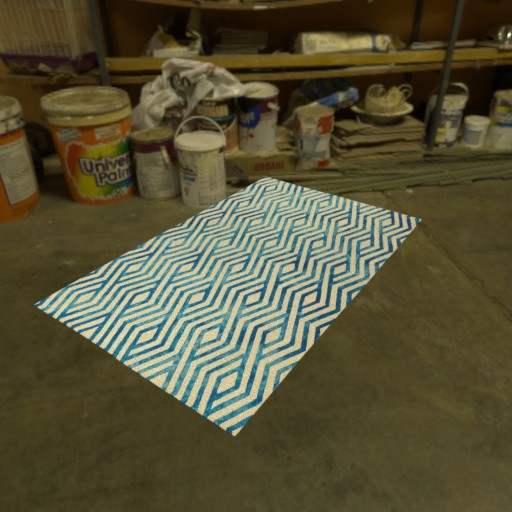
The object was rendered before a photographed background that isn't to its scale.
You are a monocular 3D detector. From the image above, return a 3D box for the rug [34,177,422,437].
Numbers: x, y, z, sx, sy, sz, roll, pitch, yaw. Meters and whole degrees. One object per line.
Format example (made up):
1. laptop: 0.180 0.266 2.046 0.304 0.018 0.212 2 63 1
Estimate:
1. rug: 0.000 0.000 3.107 1.531 0.008 2.439 21 38 29
